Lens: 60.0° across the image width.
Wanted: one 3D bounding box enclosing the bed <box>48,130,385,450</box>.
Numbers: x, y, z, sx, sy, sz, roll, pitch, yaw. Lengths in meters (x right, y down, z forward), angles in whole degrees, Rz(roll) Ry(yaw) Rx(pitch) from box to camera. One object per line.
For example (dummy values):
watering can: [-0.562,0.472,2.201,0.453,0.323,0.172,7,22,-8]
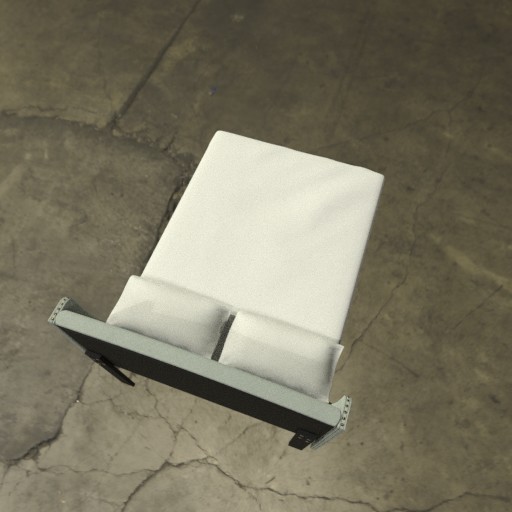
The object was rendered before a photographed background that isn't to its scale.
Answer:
bed: [0.000,0.000,3.362,1.710,1.407,2.237,17,64,9]
